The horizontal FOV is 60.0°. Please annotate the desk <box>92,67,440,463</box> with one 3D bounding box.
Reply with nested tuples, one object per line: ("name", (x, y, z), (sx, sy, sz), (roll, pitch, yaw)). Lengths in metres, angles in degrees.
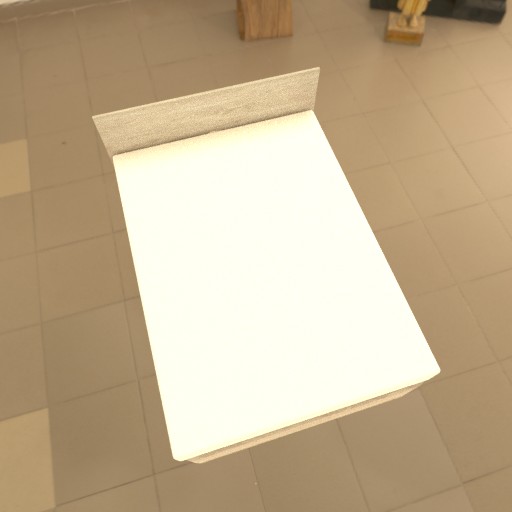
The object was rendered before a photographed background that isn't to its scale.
("desk", (0.000, 0.000, 2.597), (1.400, 0.800, 1.900), (-15, 64, -8))
